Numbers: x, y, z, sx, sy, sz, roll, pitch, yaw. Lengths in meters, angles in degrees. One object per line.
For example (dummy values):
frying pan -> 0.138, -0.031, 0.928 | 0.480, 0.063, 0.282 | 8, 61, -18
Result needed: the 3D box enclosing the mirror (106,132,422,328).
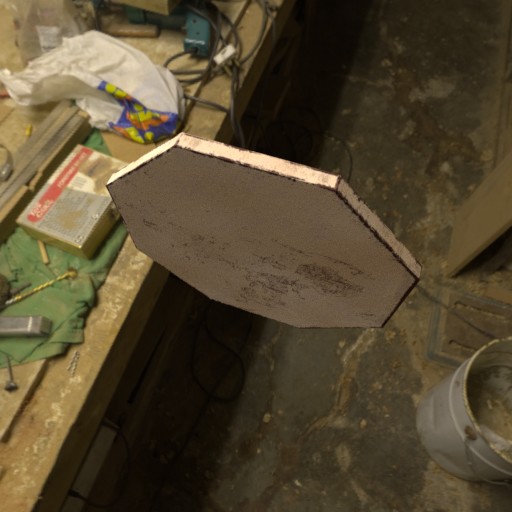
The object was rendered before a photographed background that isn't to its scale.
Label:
mirror -> 0.000, 0.000, 0.987 | 0.648, 0.648, 0.031 | 17, 63, 9
